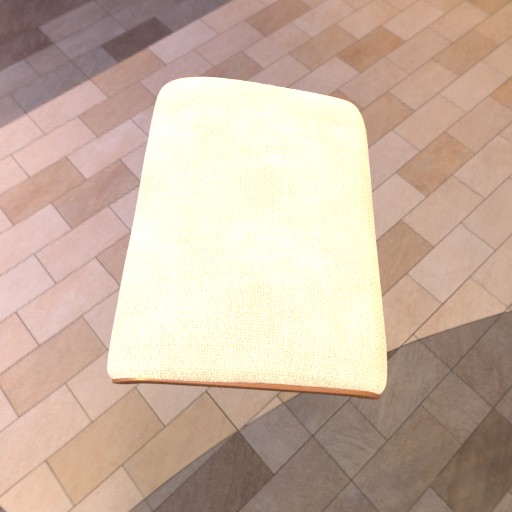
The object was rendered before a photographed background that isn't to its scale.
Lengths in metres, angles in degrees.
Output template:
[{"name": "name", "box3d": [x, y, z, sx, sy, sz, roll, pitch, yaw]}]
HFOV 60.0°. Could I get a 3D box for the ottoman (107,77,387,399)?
[{"name": "ottoman", "box3d": [0.000, 0.000, 0.804, 0.394, 0.391, 0.520, 2, 64, 1]}]
